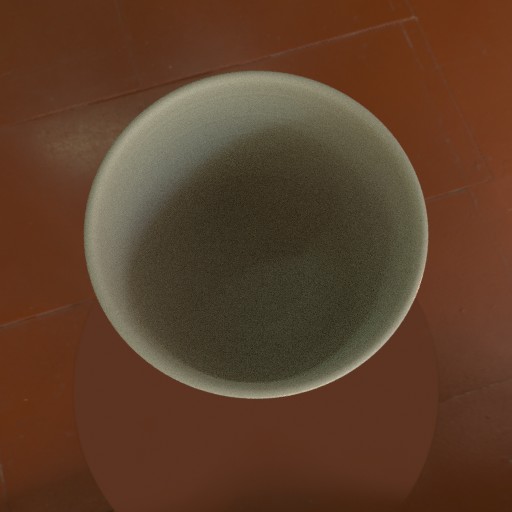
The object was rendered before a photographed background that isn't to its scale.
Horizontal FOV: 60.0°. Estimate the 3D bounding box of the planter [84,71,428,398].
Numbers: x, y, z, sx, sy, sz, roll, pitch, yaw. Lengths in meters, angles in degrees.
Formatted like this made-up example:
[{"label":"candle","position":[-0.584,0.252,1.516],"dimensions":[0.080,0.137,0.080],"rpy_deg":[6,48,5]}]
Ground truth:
[{"label":"planter","position":[0.000,0.000,0.211],"dimensions":[0.124,0.109,0.124],"rpy_deg":[0,75,0]}]
